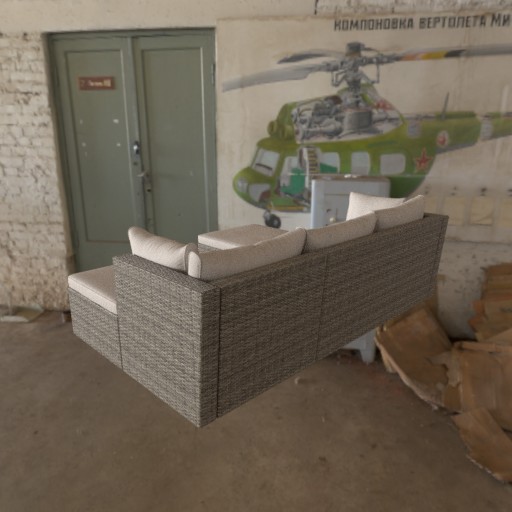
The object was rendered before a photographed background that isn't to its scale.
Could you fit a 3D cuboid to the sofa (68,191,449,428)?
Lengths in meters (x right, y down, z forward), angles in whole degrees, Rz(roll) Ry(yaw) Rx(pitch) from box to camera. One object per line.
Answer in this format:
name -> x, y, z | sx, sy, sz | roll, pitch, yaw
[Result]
sofa -> 0.000, 0.000, 3.013 | 2.192, 0.766, 1.662 | -15, 22, -42
